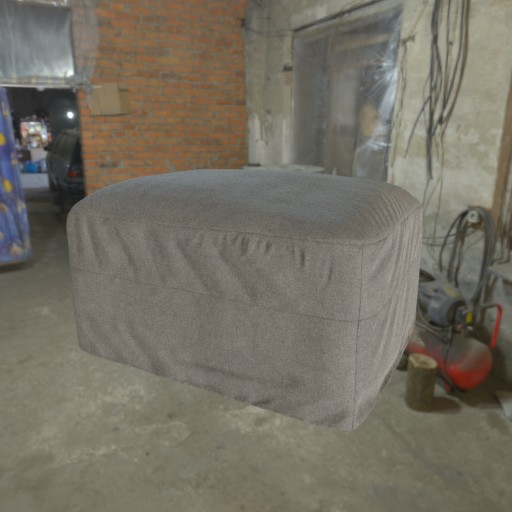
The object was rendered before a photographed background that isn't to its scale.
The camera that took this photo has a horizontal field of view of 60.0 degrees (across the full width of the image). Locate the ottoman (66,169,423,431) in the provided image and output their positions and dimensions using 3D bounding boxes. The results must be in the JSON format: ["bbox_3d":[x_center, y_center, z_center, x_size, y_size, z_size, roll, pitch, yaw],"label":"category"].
[{"bbox_3d":[0.000,0.000,1.270,0.837,0.481,0.683,8,18,27],"label":"ottoman"}]
